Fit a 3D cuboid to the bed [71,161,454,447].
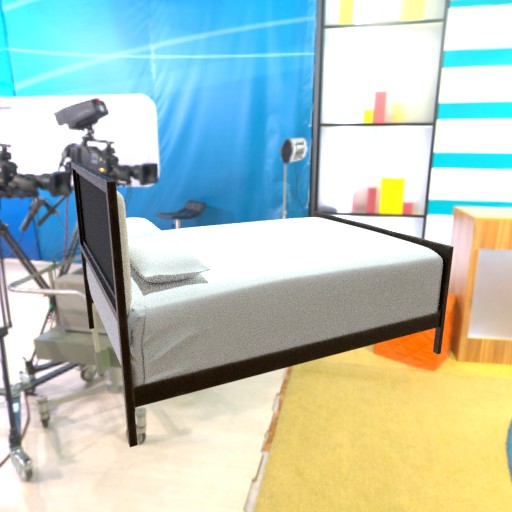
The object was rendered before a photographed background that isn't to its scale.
[{"bbox_3d":[0.000,0.000,3.207,2.221,1.313,1.607,-8,17,-26],"label":"bed"}]
